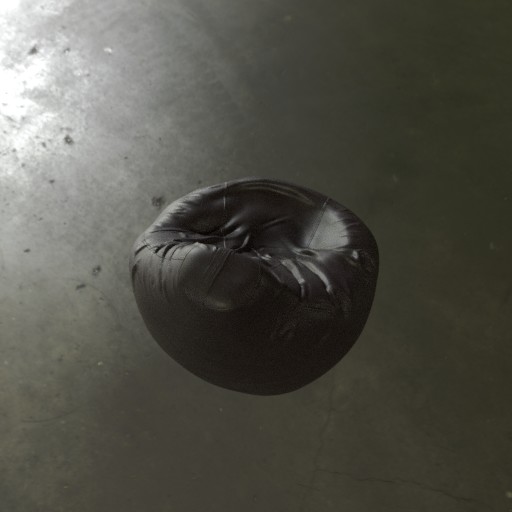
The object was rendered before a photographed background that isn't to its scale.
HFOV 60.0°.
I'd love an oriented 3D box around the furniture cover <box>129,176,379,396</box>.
[{"bbox_3d":[0.000,0.000,1.894,1.070,0.990,1.070,19,66,9],"label":"furniture cover"}]
